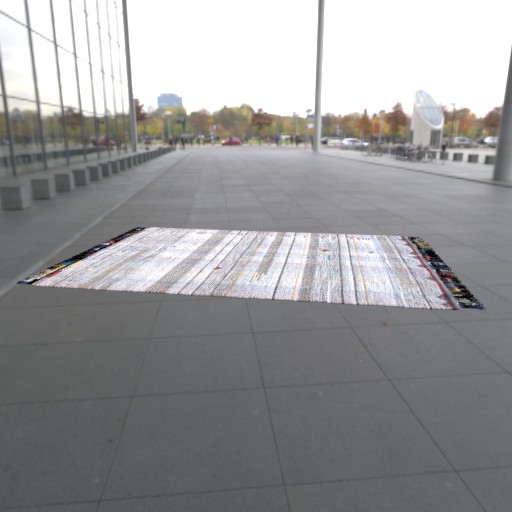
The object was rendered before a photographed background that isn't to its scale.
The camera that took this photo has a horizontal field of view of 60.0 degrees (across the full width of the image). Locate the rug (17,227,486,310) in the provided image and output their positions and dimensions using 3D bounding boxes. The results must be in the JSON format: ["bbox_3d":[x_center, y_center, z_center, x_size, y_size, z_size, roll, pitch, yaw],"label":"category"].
[{"bbox_3d":[0.000,0.000,2.252,1.848,0.012,1.217,3,15,9],"label":"rug"}]
